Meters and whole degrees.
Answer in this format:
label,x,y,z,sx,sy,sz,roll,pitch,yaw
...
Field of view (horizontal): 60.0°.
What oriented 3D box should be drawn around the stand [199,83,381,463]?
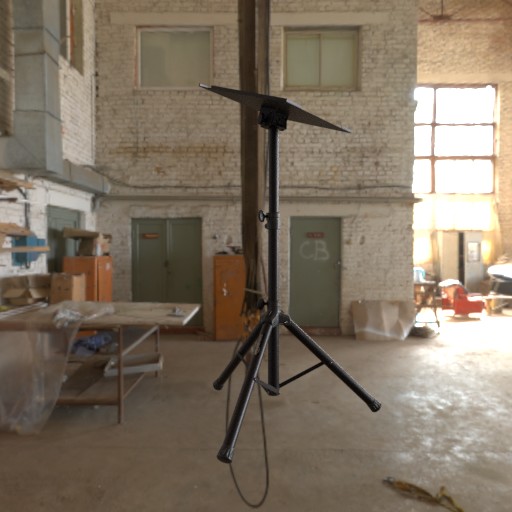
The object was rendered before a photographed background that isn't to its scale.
label,x,y,z,sx,sy,sz,roll,pitch,yaw
stand,0.000,0.000,1.620,0.702,1.198,0.702,1,2,37
